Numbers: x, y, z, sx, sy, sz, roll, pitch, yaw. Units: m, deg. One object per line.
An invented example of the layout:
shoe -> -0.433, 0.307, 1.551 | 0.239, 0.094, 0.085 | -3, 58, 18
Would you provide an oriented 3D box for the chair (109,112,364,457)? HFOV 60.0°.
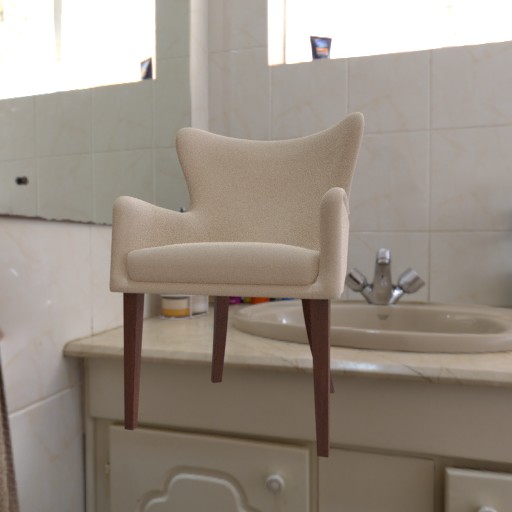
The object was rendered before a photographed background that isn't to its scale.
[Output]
chair -> 0.000, 0.000, 1.496 | 0.696, 0.990, 0.744 | 0, 1, 17
